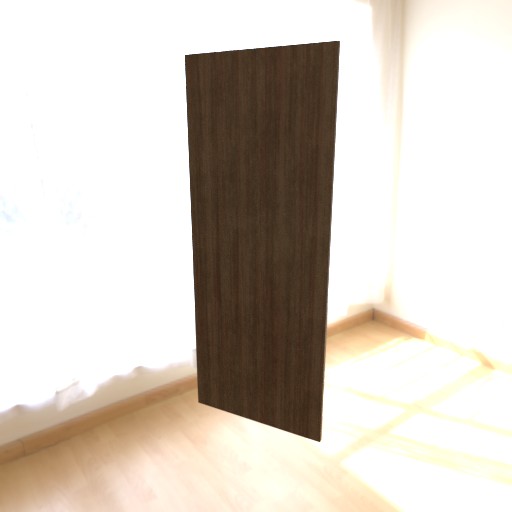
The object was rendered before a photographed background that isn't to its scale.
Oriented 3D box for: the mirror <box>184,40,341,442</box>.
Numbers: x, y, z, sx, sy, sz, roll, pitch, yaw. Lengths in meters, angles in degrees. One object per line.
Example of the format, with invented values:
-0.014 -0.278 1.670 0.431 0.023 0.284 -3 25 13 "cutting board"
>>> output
0.000 0.000 2.364 0.812 2.032 0.025 8 18 26 "mirror"
